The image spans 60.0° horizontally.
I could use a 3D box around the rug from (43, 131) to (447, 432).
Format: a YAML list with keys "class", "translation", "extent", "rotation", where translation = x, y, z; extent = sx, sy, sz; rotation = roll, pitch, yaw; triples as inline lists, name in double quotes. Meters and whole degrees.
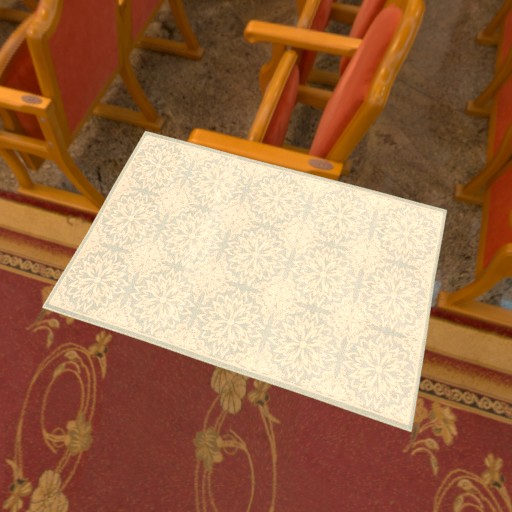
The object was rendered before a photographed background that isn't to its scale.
- class: "rug"
  translation: [0.000, 0.000, 2.339]
  extent: [1.840, 0.012, 1.219]
  rotation: [16, 64, 8]
